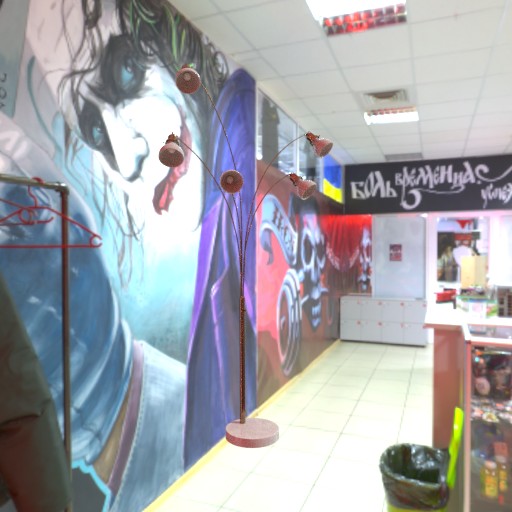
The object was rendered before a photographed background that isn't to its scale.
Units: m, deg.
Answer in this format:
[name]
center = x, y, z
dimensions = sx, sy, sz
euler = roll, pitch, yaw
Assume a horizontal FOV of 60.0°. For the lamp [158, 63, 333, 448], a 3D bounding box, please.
[lamp]
center = 0.000, 0.000, 2.983
dimensions = 1.405, 2.423, 0.361
euler = 0, 1, -35
